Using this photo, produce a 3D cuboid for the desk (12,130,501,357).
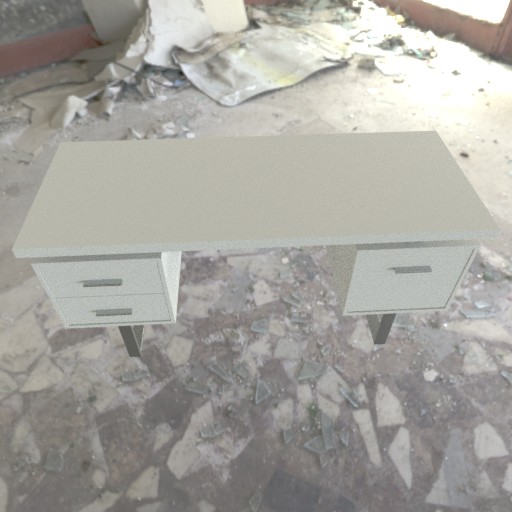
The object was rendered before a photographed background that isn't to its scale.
[{"bbox_3d":[0.000,0.000,1.866,1.530,0.773,0.603,-2,46,-2],"label":"desk"}]
